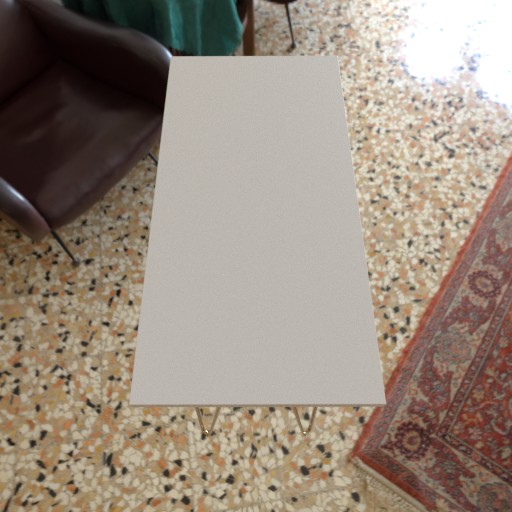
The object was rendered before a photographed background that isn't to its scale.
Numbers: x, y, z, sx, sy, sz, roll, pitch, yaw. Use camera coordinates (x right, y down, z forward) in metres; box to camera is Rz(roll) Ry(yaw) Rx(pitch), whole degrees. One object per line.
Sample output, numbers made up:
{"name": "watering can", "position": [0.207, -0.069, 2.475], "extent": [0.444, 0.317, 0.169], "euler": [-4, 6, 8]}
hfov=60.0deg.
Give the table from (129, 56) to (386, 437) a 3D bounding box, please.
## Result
{"name": "table", "position": [0.000, 0.000, 1.378], "extent": [0.498, 0.660, 0.991], "euler": [0, 63, 0]}
